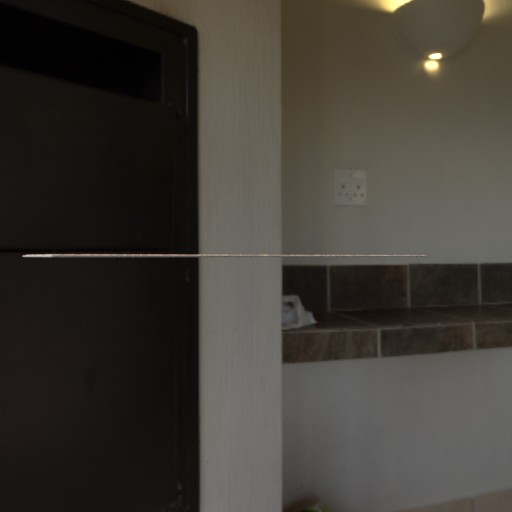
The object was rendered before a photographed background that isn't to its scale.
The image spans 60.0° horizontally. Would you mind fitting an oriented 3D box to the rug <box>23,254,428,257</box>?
[{"bbox_3d":[0.000,0.000,2.429,2.196,0.011,0.662,0,0,-35],"label":"rug"}]
